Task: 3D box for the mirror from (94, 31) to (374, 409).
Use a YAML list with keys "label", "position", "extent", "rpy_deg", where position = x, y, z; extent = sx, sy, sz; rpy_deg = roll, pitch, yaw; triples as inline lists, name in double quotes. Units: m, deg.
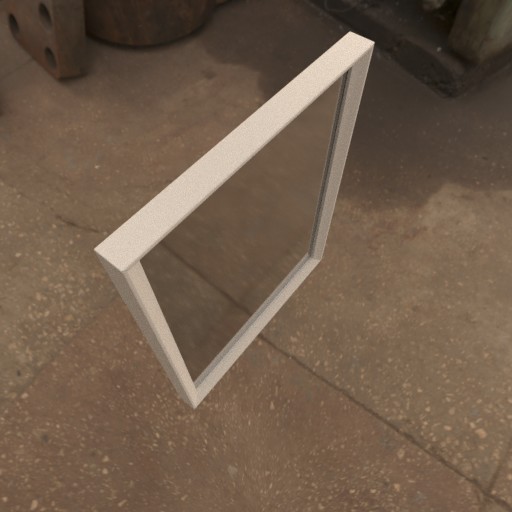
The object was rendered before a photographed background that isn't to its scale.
- label: "mirror"
  position: [0.000, 0.000, 0.673]
  extent: [0.041, 0.509, 0.406]
  rpy_deg: [34, 65, 19]
